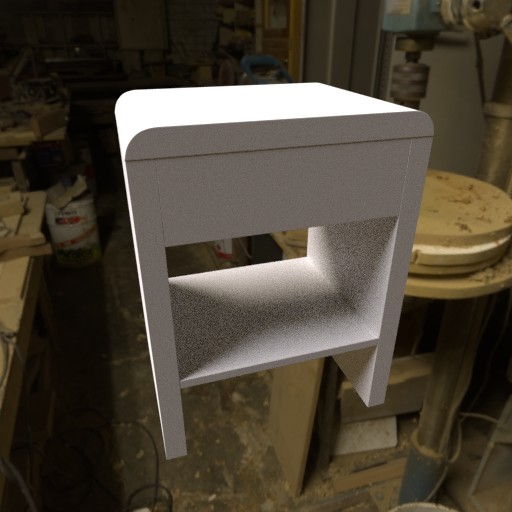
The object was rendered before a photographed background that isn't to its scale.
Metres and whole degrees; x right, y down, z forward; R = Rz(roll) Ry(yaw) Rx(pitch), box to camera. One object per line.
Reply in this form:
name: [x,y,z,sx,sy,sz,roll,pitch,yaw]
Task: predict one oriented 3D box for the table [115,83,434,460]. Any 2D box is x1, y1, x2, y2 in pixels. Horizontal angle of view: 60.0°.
table: [0.000,0.000,0.872,0.450,0.590,0.350,-8,29,-15]
